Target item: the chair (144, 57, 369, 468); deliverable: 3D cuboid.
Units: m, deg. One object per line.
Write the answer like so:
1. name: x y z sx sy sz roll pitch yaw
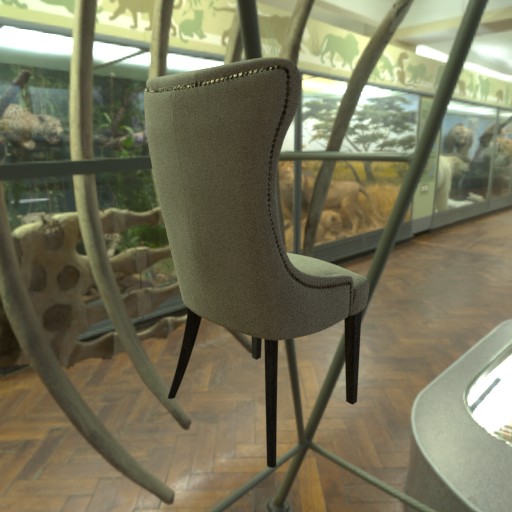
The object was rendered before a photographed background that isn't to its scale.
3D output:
1. chair: 0.000 0.000 1.412 0.590 1.065 0.584 -14 19 -43
